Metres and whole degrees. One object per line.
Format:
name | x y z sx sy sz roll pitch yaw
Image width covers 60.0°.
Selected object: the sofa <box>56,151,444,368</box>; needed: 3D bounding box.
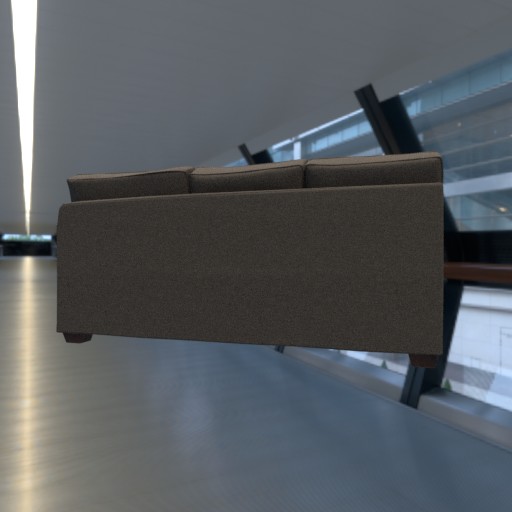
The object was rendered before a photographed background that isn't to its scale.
sofa | 0.000 0.000 2.582 1.963 0.946 1.034 0 0 17
